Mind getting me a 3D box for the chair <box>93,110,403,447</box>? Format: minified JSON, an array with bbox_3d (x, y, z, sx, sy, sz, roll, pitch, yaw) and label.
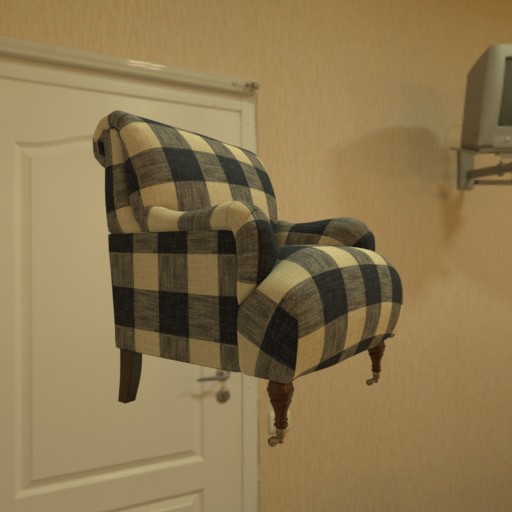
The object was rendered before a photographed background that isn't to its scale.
[{"bbox_3d":[0.000,0.000,1.540,0.848,0.953,0.781,0,0,36],"label":"chair"}]
